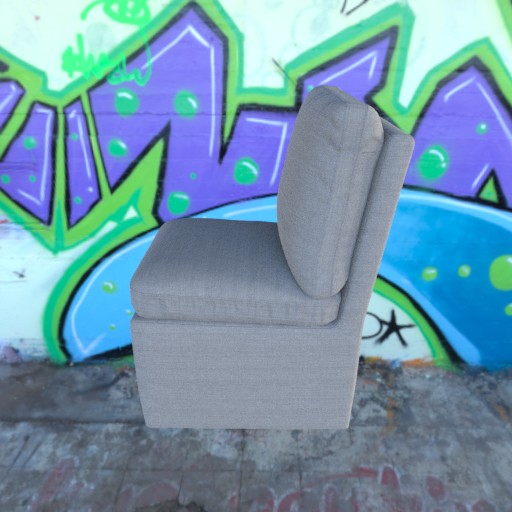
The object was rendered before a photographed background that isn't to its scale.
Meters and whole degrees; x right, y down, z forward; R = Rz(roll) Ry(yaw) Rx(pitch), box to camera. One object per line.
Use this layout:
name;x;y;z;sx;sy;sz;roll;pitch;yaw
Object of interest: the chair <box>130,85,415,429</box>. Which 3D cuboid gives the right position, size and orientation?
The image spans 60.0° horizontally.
chair;0.000;0.000;1.329;0.698;0.927;0.503;0;26;1
